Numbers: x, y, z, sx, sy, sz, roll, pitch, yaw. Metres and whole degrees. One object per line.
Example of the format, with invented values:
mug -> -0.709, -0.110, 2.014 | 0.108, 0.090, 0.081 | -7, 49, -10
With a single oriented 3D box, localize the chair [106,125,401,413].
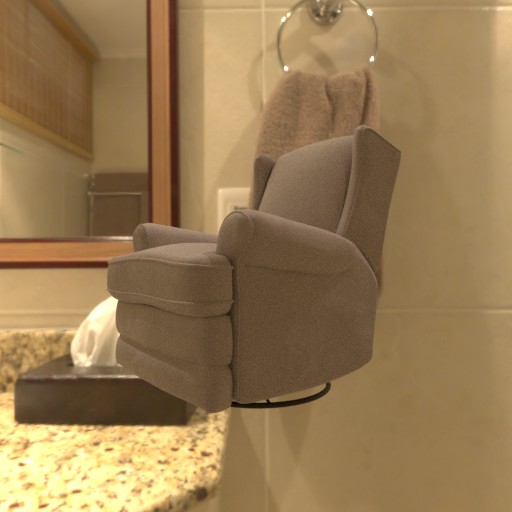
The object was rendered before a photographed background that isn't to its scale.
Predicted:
chair -> 0.000, 0.000, 1.743 | 0.969, 1.011, 0.847 | 0, 0, -37
